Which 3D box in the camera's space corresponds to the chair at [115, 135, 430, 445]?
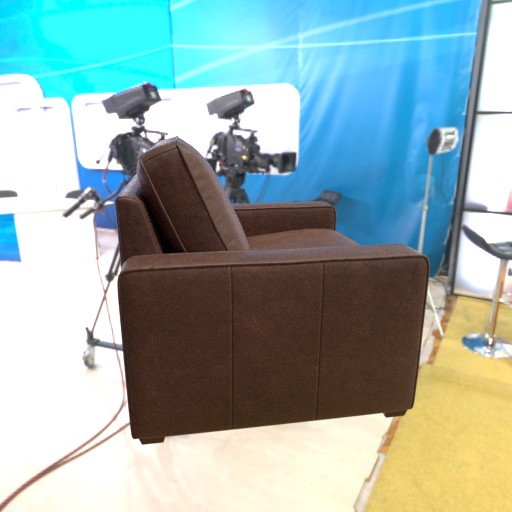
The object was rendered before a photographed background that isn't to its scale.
[{"bbox_3d":[0.000,0.000,1.760,0.940,0.919,1.017,-3,17,-9],"label":"chair"}]
